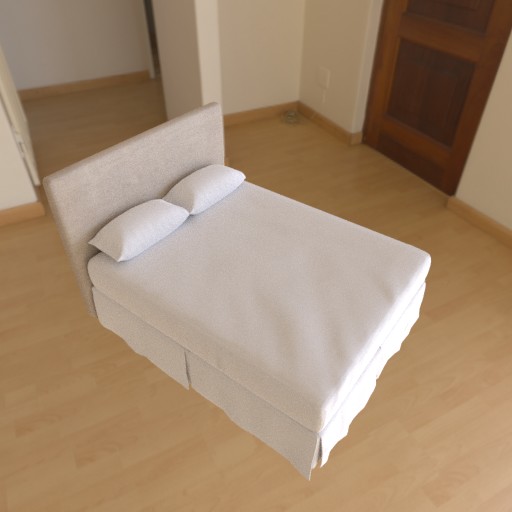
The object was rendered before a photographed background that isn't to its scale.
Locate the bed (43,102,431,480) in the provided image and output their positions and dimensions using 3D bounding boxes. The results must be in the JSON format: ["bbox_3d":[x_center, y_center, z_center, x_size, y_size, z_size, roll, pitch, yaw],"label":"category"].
[{"bbox_3d":[0.000,0.000,3.205,2.162,1.330,1.713,26,46,27],"label":"bed"}]
